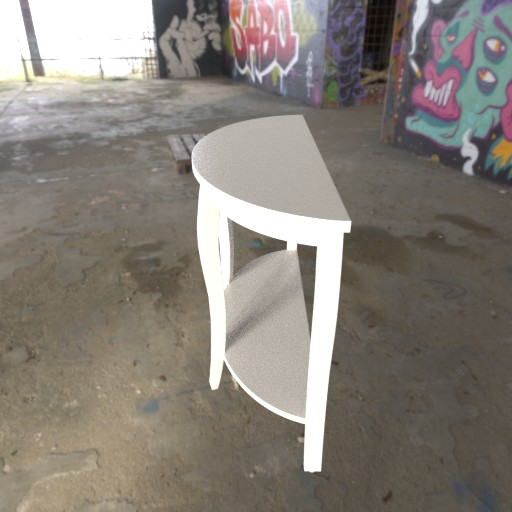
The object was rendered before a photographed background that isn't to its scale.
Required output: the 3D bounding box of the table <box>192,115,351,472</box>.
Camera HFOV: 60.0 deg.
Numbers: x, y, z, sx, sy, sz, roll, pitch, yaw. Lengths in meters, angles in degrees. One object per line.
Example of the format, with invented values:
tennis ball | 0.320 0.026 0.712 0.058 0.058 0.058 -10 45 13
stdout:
table | 0.000 0.000 1.594 0.394 0.780 1.219 0 27 1
